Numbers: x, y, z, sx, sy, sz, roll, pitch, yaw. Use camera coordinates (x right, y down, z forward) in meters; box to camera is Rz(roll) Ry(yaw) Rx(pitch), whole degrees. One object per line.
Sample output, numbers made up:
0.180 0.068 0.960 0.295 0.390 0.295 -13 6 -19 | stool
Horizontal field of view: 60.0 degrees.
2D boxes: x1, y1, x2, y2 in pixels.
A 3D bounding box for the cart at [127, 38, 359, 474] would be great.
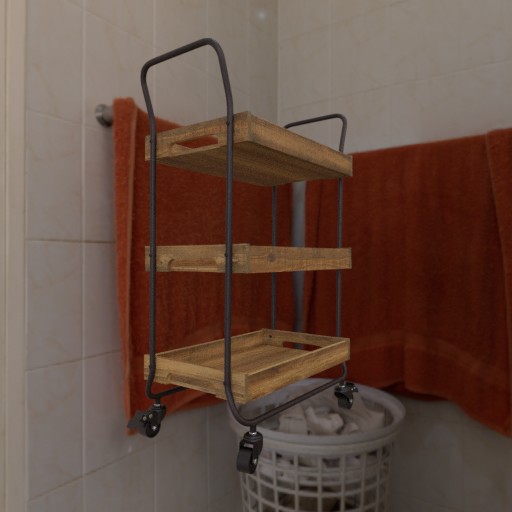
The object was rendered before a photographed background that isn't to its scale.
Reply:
0.000 0.000 1.153 0.339 0.857 0.583 0 0 37 | cart
